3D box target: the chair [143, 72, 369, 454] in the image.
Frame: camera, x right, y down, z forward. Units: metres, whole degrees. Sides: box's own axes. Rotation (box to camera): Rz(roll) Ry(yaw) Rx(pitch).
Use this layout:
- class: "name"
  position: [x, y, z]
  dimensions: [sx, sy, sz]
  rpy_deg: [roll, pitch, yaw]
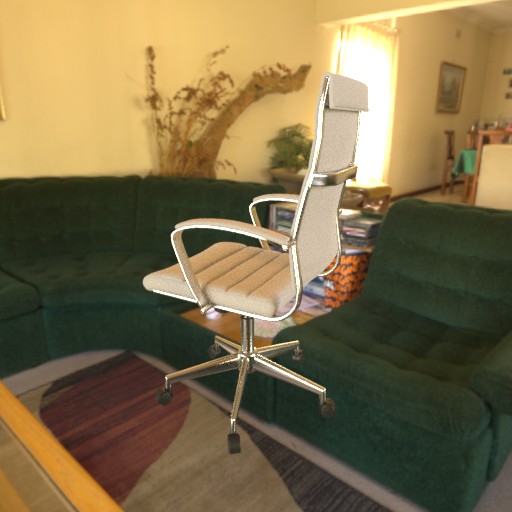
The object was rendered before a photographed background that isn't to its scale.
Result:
- class: "chair"
  position: [0.000, 0.000, 1.575]
  dimensions: [0.667, 1.149, 0.679]
  rpy_deg: [8, 18, 24]
